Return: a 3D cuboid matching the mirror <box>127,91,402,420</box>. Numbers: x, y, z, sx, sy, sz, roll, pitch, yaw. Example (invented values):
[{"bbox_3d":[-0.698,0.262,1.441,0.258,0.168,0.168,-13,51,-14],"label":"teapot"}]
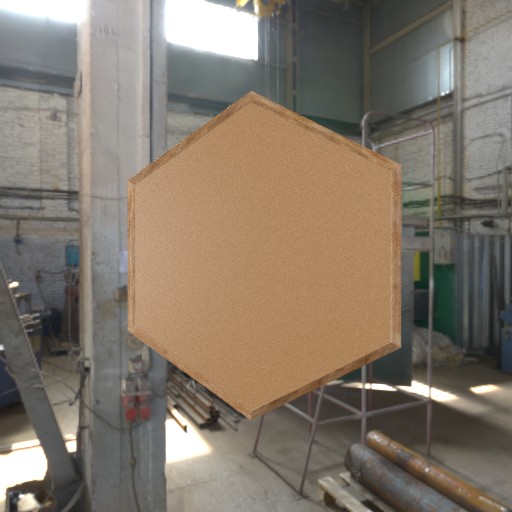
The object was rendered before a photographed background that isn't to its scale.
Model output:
[{"bbox_3d":[0.000,0.000,1.085,0.675,0.779,0.091,0,1,18],"label":"mirror"}]
